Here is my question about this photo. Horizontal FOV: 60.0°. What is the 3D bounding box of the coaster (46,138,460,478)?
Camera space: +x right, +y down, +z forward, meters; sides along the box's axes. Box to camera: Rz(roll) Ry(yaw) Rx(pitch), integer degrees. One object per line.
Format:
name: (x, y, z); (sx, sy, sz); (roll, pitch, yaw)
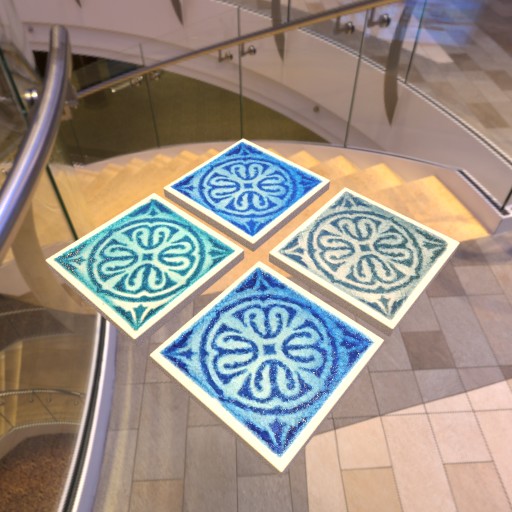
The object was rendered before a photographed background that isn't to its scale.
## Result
coaster: (0.000, 0.000, 0.329); (0.219, 0.010, 0.214); (32, 55, 27)
